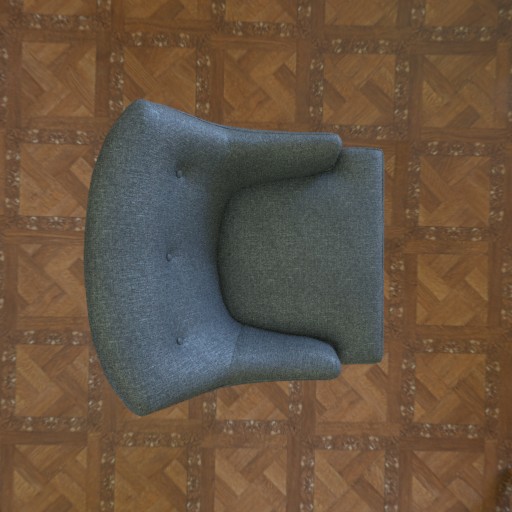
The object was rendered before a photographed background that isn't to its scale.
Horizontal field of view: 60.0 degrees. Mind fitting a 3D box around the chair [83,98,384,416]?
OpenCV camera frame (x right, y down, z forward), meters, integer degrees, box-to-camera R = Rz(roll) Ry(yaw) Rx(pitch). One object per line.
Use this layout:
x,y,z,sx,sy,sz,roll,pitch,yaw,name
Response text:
0.000,0.000,1.562,0.923,0.856,0.864,0,91,0,chair
